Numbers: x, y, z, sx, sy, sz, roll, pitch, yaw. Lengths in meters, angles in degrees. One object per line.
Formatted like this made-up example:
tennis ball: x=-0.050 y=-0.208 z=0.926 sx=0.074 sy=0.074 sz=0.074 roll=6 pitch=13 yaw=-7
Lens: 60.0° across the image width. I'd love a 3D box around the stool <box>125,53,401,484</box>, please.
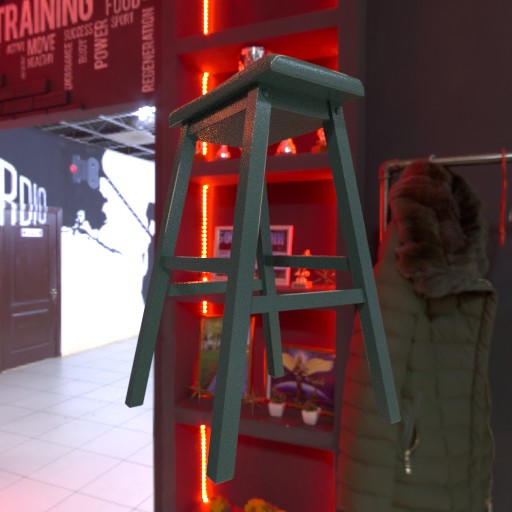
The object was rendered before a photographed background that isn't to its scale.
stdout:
stool: x=0.000 y=0.000 z=1.040 sx=0.476 sy=0.737 sz=0.457 roll=-1 pitch=1 yaw=-35
